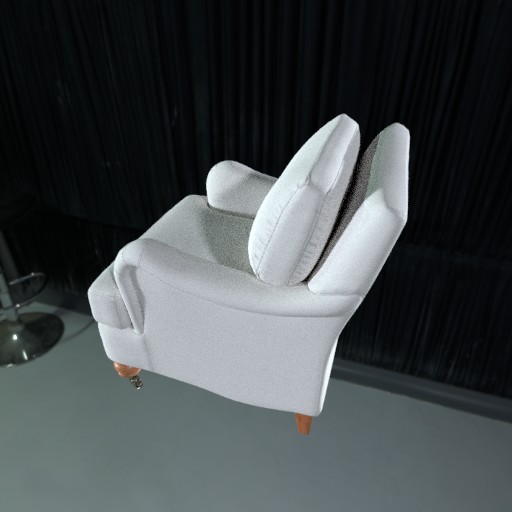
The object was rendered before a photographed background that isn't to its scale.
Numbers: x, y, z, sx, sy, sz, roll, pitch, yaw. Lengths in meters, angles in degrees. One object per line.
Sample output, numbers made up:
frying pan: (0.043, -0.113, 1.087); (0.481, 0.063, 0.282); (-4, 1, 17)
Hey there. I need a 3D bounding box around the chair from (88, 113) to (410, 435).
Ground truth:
chair: (0.000, 0.000, 1.848); (1.070, 1.038, 0.955); (9, 32, 14)
